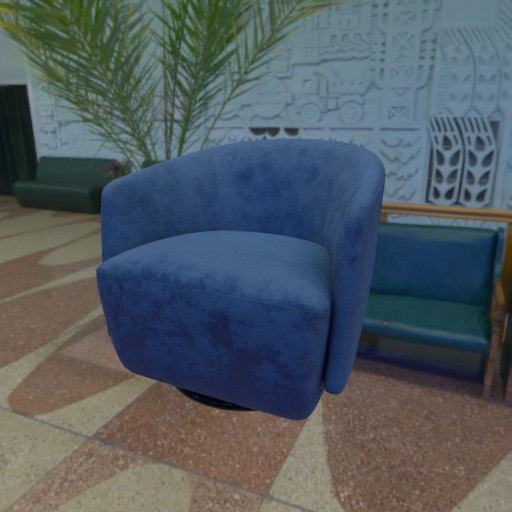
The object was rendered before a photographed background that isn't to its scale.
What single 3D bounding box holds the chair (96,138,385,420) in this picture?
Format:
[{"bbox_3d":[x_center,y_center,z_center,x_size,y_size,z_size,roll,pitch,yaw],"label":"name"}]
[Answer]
[{"bbox_3d":[0.000,0.000,1.394,0.773,0.698,0.767,8,18,25],"label":"chair"}]
